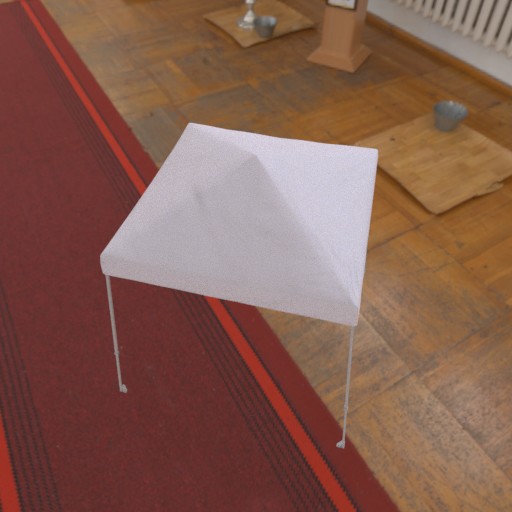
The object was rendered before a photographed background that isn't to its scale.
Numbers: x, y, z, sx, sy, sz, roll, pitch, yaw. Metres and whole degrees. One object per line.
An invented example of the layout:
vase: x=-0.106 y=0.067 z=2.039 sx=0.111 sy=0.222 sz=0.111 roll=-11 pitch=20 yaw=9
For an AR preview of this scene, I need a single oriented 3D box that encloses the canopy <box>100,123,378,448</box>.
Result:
canopy: x=0.000 y=0.000 z=5.277 sx=2.849 sy=2.850 sz=2.850 roll=11 pitch=49 yaw=10
